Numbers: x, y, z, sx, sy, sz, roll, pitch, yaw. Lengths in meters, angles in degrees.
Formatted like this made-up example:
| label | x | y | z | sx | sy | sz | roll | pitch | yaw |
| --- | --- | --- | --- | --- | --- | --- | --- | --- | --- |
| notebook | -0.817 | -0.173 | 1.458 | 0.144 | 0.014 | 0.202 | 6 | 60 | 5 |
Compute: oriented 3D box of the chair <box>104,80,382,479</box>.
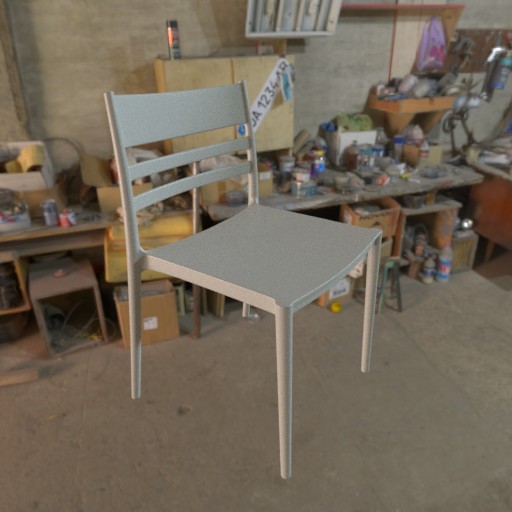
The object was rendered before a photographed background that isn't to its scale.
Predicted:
| label | x | y | z | sx | sy | sz | roll | pitch | yaw |
| --- | --- | --- | --- | --- | --- | --- | --- | --- | --- |
| chair | 0.000 | 0.000 | 1.131 | 0.511 | 0.800 | 0.531 | 17 | 30 | 32 |
